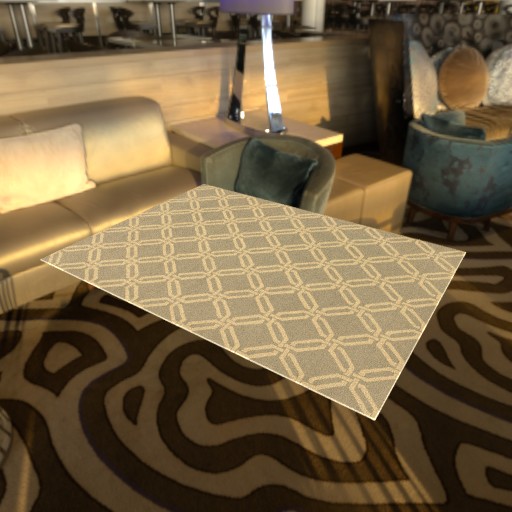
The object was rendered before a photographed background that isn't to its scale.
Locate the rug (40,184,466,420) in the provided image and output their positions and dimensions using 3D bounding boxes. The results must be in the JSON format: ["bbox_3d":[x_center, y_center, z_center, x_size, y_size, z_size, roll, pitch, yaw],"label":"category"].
[{"bbox_3d":[0.000,0.000,4.316,3.353,0.013,2.438,19,35,29],"label":"rug"}]
